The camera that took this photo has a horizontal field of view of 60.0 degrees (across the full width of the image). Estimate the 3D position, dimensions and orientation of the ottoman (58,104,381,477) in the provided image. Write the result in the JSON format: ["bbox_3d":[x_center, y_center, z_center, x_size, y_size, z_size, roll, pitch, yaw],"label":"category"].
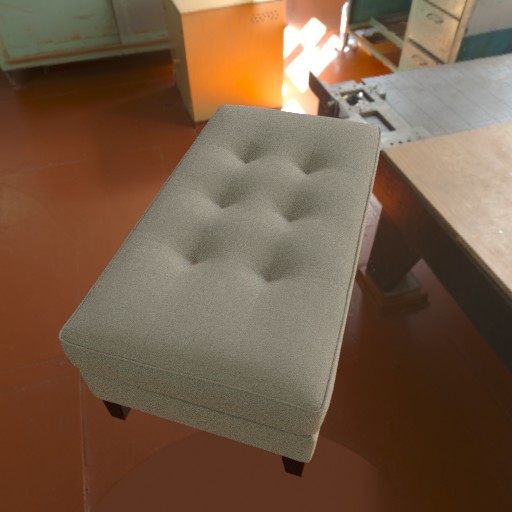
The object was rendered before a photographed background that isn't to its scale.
[{"bbox_3d":[0.000,0.000,1.471,0.648,0.508,1.143,13,49,11],"label":"ottoman"}]
